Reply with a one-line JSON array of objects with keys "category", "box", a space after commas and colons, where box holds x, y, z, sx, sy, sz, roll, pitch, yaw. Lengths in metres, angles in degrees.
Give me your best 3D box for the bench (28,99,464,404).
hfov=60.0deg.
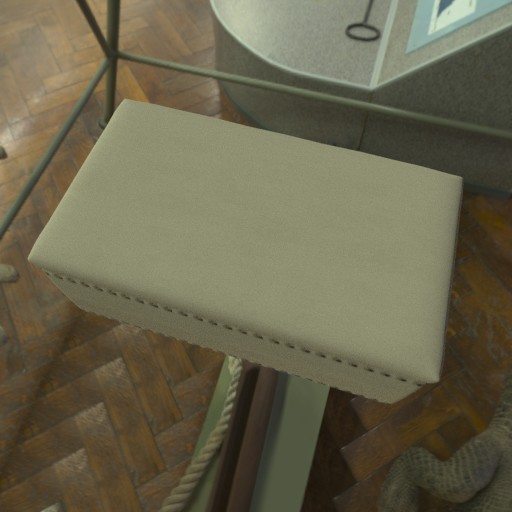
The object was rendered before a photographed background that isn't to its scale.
[{"category": "bench", "box": [0.000, 0.000, 1.175, 0.887, 0.449, 0.500, 15, 64, 8]}]
